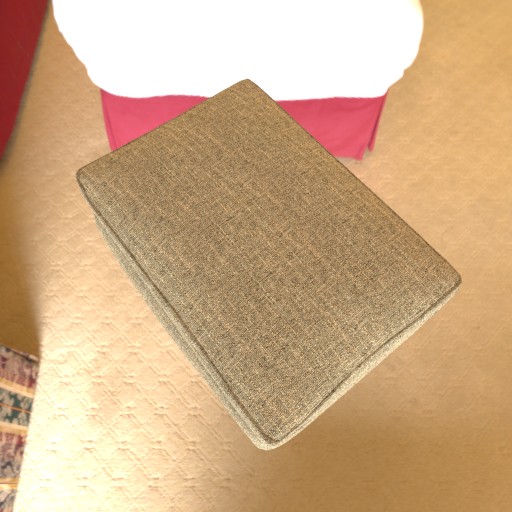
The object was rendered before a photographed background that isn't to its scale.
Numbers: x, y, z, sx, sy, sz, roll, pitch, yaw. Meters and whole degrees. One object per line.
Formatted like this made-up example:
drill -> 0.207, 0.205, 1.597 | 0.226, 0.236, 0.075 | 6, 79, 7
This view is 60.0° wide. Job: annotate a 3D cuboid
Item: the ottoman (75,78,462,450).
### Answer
ottoman -> 0.000, 0.000, 0.998 | 0.508, 0.406, 0.686 | -35, 69, -16
